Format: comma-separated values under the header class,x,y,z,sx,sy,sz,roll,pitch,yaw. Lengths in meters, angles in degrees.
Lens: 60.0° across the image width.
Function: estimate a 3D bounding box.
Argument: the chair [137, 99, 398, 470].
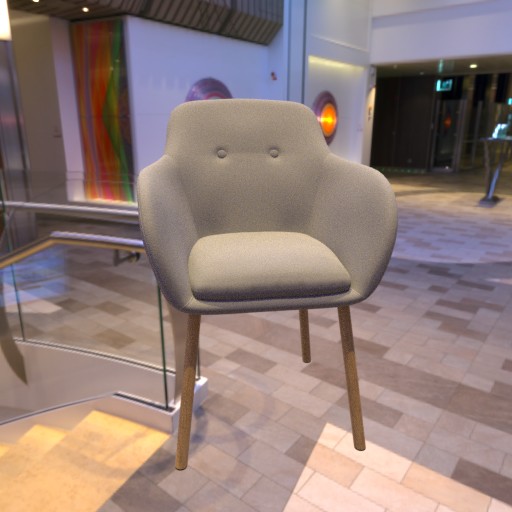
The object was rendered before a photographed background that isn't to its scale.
class,x,y,z,sx,sy,sz,roll,pitch,yaw
chair,0.000,0.000,1.200,0.570,0.830,0.590,-2,17,-8
